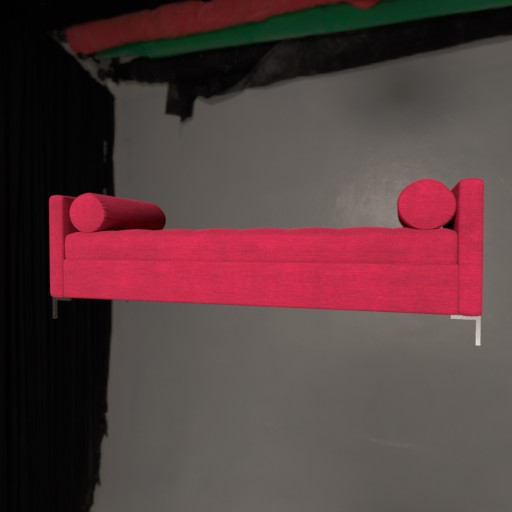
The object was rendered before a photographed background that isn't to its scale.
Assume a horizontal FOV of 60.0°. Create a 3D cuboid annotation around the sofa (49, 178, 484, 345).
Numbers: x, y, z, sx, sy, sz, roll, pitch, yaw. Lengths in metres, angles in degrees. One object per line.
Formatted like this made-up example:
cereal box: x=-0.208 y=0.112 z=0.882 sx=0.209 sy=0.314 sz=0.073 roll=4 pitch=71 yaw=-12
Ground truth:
sofa: x=0.000 y=0.000 z=2.256 sx=1.981 sy=0.635 sz=0.686 roll=0 pitch=2 yaw=18
